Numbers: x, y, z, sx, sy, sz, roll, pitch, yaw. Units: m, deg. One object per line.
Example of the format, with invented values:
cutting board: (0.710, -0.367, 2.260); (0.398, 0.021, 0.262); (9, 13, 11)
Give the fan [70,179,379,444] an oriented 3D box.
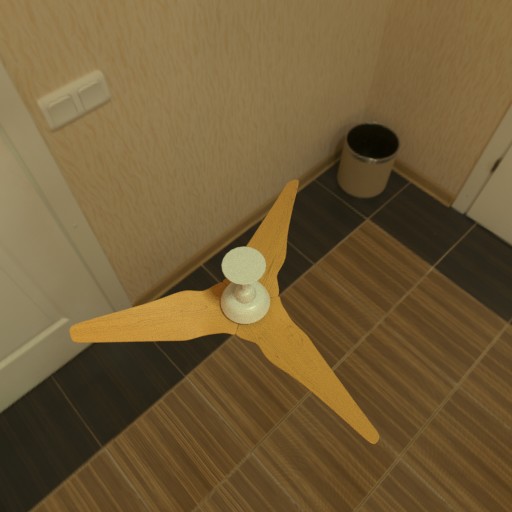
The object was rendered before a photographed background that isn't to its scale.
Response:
fan: (0.000, 0.000, 1.677); (1.142, 0.355, 1.010); (15, 59, 9)
